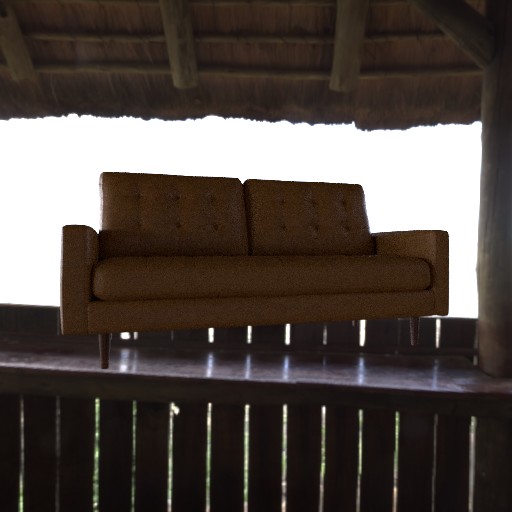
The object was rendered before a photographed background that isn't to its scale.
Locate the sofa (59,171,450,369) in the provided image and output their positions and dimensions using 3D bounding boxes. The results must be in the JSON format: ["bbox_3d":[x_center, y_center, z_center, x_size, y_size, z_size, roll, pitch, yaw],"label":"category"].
[{"bbox_3d":[0.000,0.000,2.320,1.821,0.898,0.850,0,1,-17],"label":"sofa"}]
